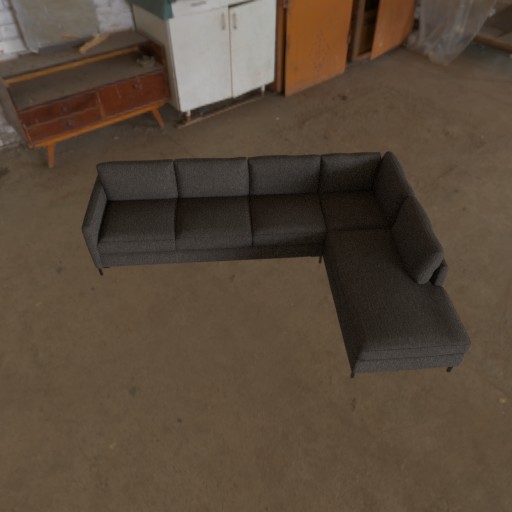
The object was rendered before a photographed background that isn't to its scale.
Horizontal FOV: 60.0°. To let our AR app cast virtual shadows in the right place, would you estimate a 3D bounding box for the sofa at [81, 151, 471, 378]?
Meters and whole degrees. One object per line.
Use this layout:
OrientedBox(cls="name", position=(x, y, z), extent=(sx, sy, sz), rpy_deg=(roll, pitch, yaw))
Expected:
OrientedBox(cls="sofa", position=(0.000, 0.000, 3.737), extent=(2.949, 0.815, 2.007), rpy_deg=(-3, 46, -3))
